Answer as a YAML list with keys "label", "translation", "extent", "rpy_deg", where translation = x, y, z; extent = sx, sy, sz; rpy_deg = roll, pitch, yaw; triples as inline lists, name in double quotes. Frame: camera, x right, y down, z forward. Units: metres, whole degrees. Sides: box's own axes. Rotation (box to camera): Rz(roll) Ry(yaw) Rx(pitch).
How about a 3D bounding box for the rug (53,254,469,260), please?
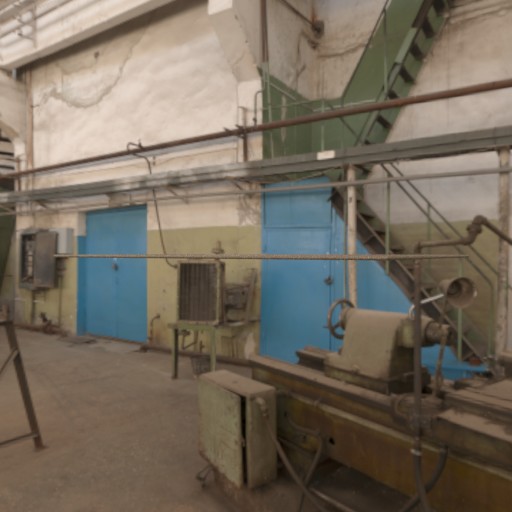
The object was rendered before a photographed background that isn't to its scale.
- label: "rug"
  translation: [0.000, 0.000, 2.212]
  extent: [1.748, 0.014, 1.144]
  rpy_deg: [0, 0, 36]
